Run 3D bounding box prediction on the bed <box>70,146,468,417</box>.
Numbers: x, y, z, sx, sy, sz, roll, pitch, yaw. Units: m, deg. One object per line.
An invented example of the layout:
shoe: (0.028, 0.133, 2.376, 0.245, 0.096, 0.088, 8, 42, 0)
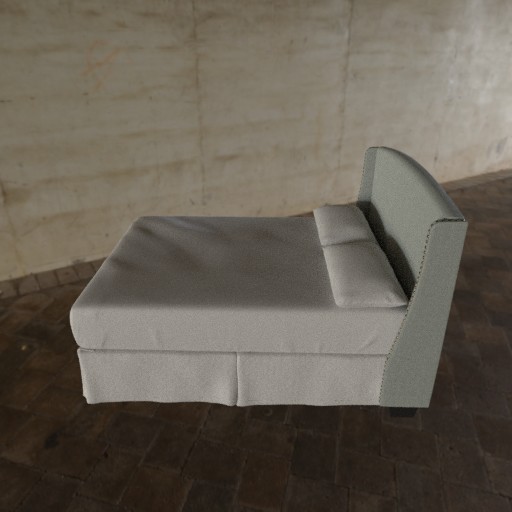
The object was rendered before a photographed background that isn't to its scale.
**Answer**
bed: (0.000, 0.000, 3.265, 2.237, 1.407, 1.710, 1, 26, 1)
